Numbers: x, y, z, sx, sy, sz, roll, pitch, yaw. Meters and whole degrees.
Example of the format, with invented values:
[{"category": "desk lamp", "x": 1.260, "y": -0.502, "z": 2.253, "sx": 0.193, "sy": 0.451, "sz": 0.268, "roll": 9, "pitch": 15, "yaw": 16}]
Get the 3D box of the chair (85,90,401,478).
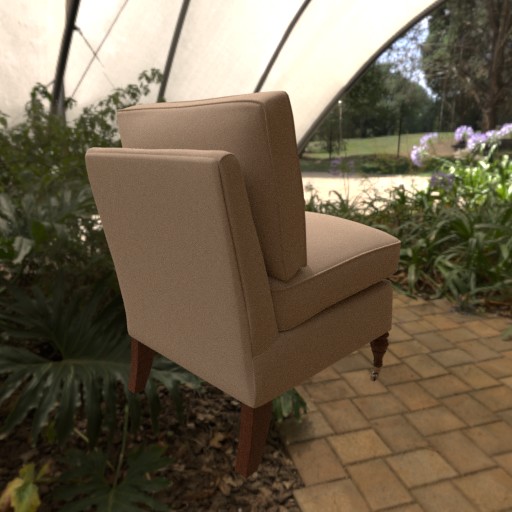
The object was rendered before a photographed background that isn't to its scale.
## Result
[{"category": "chair", "x": 0.000, "y": 0.000, "z": 1.607, "sx": 0.912, "sy": 1.052, "sz": 0.724, "roll": -14, "pitch": 20, "yaw": -43}]
